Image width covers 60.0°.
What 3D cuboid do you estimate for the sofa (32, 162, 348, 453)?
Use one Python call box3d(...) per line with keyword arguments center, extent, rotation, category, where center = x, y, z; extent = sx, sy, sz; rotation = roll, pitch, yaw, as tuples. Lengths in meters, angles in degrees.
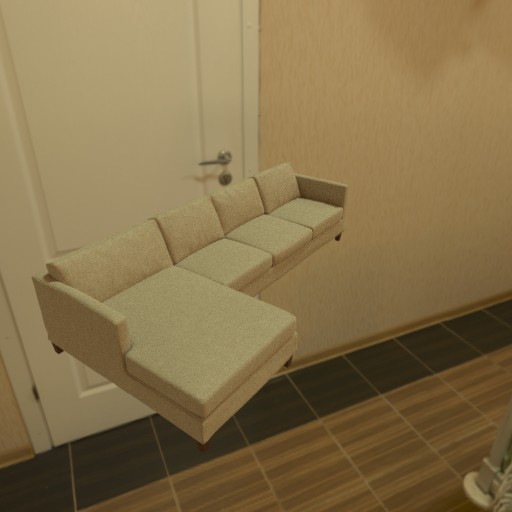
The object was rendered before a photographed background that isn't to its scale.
box3d(center=(0.000, 0.000, 3.944), extent=(1.625, 0.846, 3.186), rotation=(19, 33, 32), category="sofa")
